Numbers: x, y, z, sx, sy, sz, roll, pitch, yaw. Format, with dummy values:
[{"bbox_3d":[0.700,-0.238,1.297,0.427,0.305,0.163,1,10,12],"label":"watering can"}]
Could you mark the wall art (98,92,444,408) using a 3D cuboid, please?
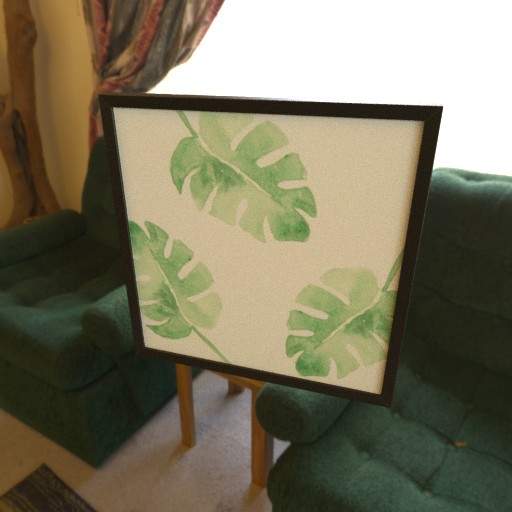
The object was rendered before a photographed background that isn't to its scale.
[{"bbox_3d":[0.000,0.000,0.752,0.508,0.508,0.036,8,27,15],"label":"wall art"}]
